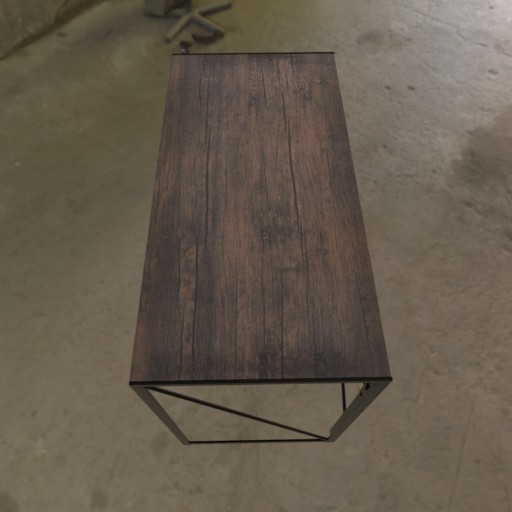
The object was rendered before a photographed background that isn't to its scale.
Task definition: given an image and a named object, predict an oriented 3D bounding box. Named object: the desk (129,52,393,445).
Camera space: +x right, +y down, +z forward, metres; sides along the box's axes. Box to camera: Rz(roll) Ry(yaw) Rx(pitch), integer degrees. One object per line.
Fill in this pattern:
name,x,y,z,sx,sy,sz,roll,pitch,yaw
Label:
desk,0.000,0.000,1.425,0.505,0.747,1.015,-1,59,-1
